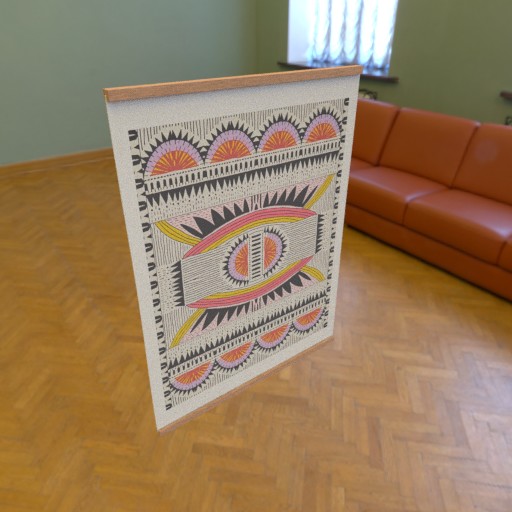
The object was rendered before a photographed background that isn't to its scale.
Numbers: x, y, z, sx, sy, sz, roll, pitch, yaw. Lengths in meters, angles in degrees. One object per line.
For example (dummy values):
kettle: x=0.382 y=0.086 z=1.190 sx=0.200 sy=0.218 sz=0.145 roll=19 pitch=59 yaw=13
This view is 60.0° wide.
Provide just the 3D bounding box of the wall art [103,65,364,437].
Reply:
wall art: x=0.000 y=0.000 z=1.336 sx=0.765 sy=1.016 sz=0.028 roll=-20 pitch=35 yaw=-32
